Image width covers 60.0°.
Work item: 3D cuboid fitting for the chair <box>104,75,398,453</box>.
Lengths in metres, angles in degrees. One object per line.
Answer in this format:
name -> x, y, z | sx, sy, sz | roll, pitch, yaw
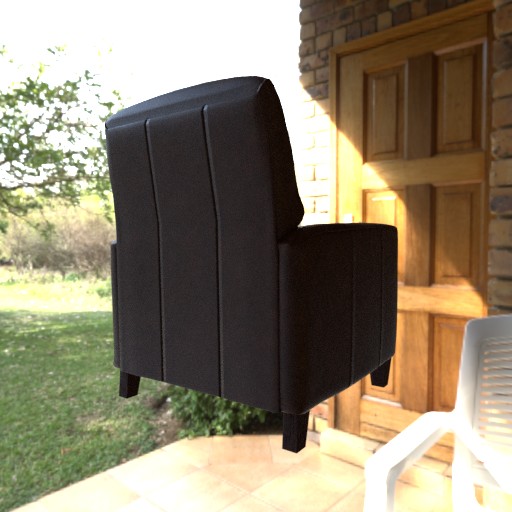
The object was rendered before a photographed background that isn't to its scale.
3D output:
chair -> 0.000, 0.000, 1.634 | 0.839, 1.010, 0.850 | 1, 2, 36
